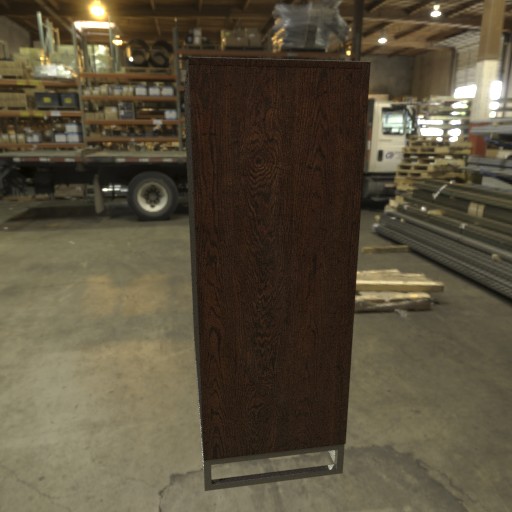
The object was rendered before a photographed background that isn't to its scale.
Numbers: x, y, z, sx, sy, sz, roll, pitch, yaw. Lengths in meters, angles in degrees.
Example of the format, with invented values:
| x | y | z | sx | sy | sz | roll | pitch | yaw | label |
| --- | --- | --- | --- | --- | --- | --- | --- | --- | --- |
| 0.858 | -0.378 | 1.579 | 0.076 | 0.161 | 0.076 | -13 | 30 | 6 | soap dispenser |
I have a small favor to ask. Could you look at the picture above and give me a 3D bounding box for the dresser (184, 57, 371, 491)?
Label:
| x | y | z | sx | sy | sz | roll | pitch | yaw | label |
| --- | --- | --- | --- | --- | --- | --- | --- | --- | --- |
| 0.000 | 0.000 | 1.777 | 0.508 | 1.321 | 0.965 | -3 | 16 | -9 | dresser |
